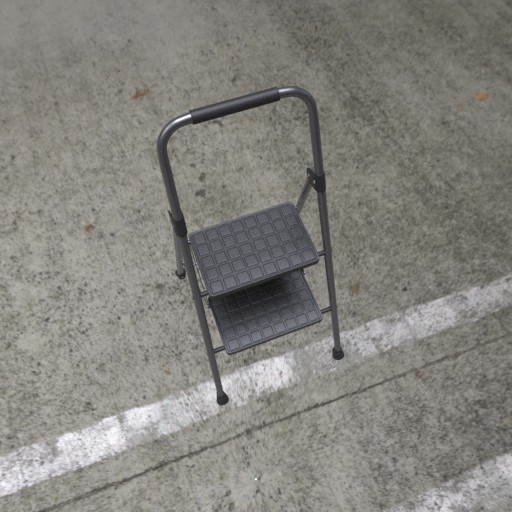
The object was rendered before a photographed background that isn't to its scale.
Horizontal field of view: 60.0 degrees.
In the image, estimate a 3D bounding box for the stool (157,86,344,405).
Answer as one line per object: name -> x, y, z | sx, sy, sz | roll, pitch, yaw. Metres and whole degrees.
stool -> 0.000, 0.000, 1.166 | 0.450, 0.872, 0.514 | -19, 65, -9
